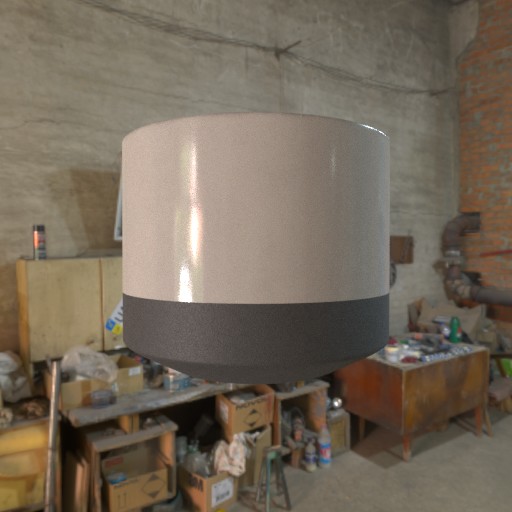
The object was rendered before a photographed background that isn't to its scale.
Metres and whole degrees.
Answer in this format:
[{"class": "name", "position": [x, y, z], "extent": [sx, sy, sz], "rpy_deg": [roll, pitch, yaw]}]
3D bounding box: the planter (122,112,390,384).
[{"class": "planter", "position": [0.000, 0.000, 0.223], "extent": [0.128, 0.105, 0.128], "rpy_deg": [0, 1, 0]}]
